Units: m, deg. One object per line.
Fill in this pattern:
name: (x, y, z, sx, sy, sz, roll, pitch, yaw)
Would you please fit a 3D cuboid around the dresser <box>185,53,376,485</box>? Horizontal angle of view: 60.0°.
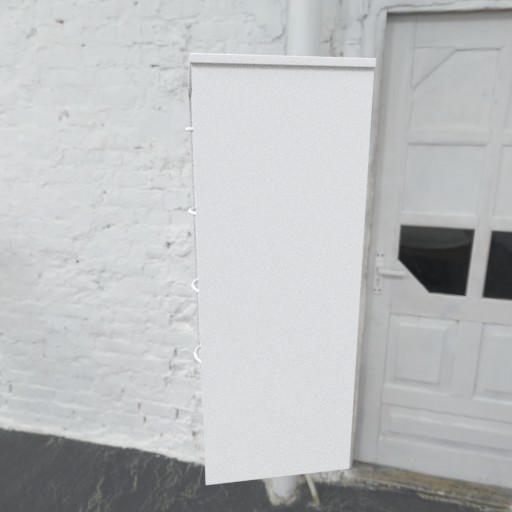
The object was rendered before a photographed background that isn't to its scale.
dresser: (0.000, 0.000, 1.363, 0.401, 1.021, 0.704, -2, 15, -9)
